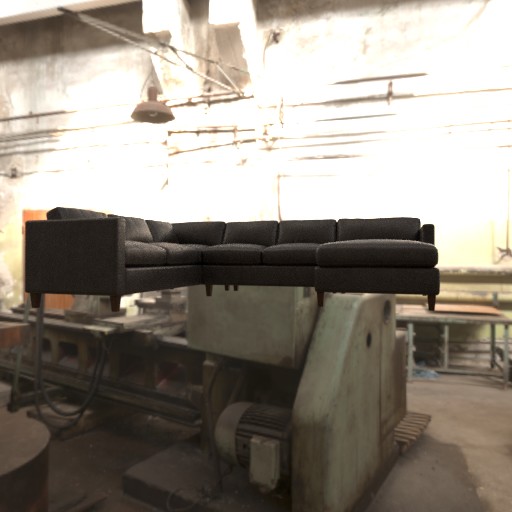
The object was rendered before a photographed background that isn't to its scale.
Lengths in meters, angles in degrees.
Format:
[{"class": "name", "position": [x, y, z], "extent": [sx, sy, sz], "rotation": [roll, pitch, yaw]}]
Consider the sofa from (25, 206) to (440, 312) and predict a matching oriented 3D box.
[{"class": "sofa", "position": [0.000, 0.000, 4.379], "extent": [3.324, 0.891, 2.452], "rotation": [0, 0, 19]}]
